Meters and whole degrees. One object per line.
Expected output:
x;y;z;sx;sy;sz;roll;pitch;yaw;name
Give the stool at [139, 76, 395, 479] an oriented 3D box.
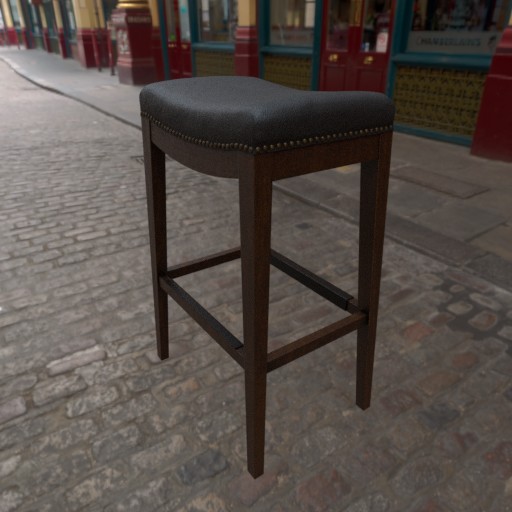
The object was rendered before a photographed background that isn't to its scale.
0.000;0.000;1.052;0.361;0.765;0.500;-18;31;-31;stool
